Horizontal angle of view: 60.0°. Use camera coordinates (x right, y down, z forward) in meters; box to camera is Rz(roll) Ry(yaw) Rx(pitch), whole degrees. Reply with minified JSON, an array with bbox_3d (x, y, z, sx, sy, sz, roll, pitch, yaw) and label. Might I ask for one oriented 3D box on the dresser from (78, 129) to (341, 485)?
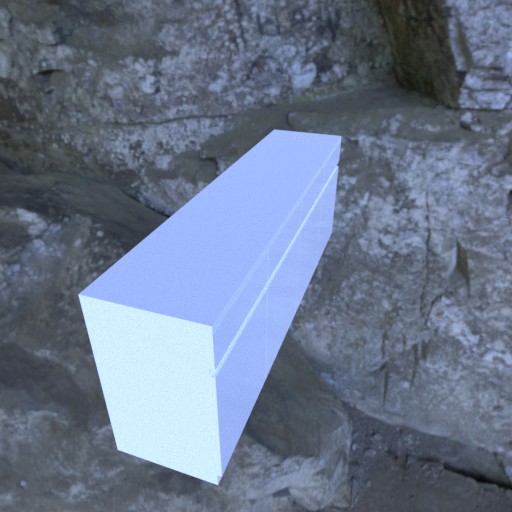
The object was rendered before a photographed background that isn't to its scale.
[{"bbox_3d":[0.000,0.000,2.543,0.500,0.840,2.200,10,33,17],"label":"dresser"}]
